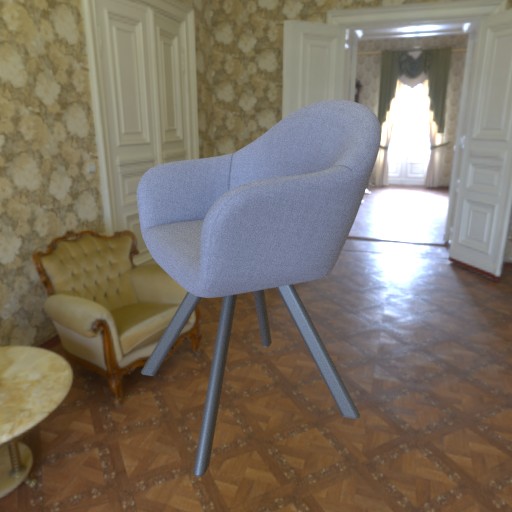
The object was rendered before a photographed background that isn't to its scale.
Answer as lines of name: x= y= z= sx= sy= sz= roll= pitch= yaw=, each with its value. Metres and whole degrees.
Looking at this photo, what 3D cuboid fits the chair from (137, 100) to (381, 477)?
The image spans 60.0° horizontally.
chair: x=0.000 y=0.000 z=1.175 sx=0.550 sy=0.795 sz=0.590 roll=-8 pitch=18 yaw=-26
